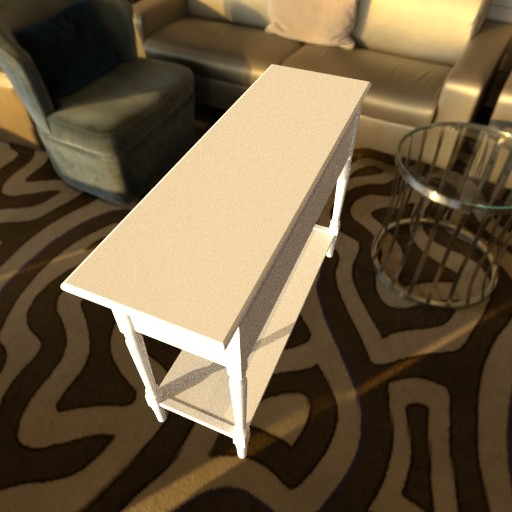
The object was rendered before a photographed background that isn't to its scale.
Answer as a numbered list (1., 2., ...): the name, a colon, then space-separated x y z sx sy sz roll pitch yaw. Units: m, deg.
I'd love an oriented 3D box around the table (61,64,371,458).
1. table: 0.000 0.000 1.546 0.386 0.814 1.191 17 49 16
